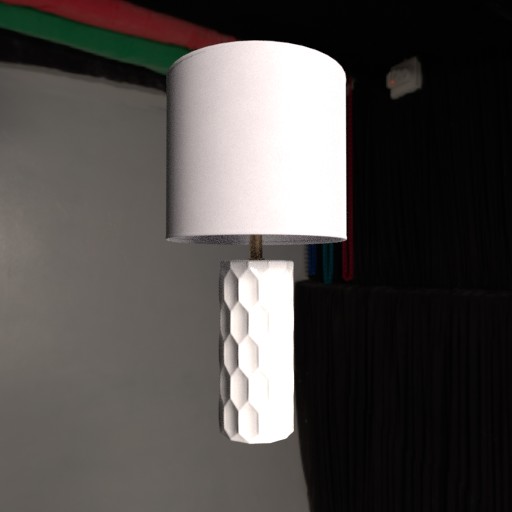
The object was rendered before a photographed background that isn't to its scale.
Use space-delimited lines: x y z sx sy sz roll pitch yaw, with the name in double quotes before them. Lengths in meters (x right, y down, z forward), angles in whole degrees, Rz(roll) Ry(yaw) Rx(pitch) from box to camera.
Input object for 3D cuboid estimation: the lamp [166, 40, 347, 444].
"lamp" 0.000 0.000 0.690 0.277 0.537 0.277 1 -2 -35
